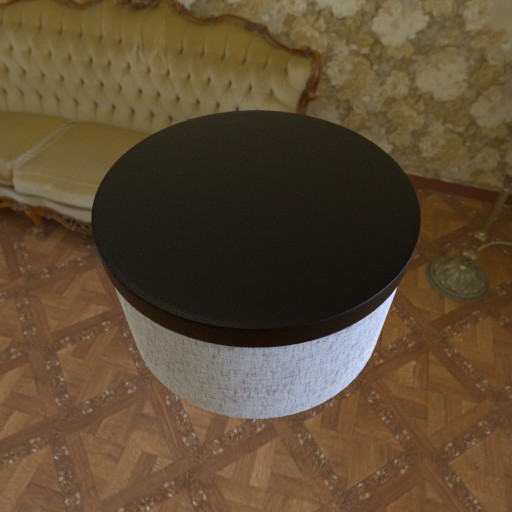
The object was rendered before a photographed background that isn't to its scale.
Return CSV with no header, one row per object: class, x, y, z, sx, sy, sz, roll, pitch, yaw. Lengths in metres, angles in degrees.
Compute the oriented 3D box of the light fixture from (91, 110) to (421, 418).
light fixture,0.000,0.000,0.622,0.389,0.229,0.389,0,48,0
